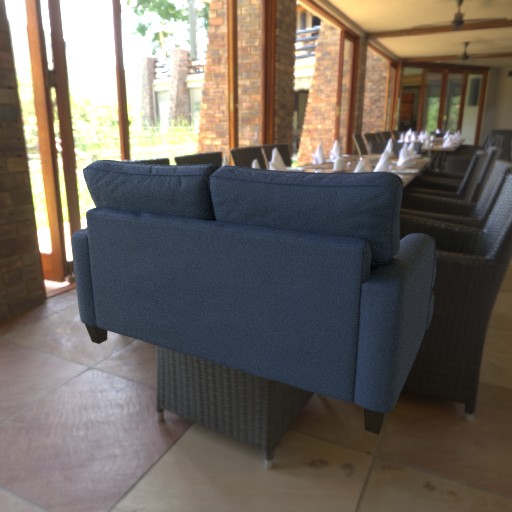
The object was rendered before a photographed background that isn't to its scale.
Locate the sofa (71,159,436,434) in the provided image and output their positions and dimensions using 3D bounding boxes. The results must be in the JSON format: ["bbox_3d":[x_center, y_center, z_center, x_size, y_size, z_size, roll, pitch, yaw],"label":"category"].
[{"bbox_3d":[0.000,0.000,2.258,1.651,0.965,0.965,9,18,28],"label":"sofa"}]
